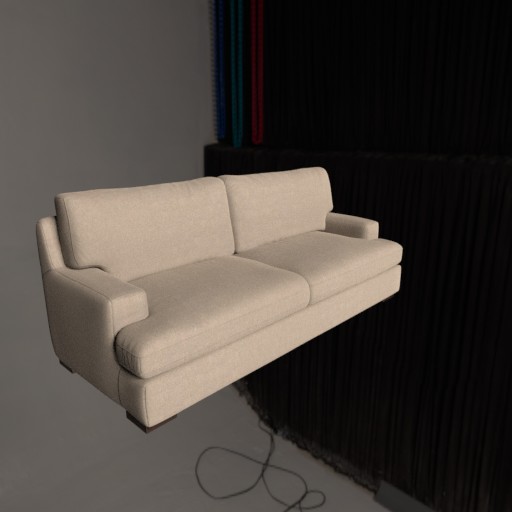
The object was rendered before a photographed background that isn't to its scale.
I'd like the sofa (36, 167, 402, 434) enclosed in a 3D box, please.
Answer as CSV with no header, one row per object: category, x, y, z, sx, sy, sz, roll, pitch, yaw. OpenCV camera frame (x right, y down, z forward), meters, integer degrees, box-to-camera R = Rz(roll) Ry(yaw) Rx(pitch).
sofa,0.000,0.000,2.862,0.962,0.980,2.354,15,22,41
